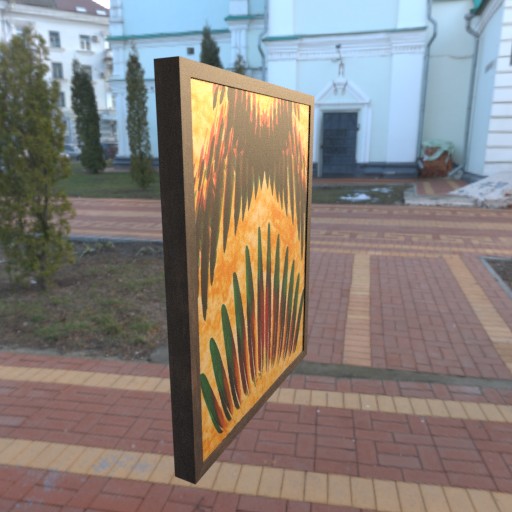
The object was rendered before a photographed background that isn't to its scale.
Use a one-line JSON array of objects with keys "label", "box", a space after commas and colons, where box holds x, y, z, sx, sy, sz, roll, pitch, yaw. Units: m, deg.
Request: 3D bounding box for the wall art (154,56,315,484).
[{"label": "wall art", "box": [0.000, 0.000, 0.553, 0.027, 0.406, 0.329, 7, 15, 26]}]
